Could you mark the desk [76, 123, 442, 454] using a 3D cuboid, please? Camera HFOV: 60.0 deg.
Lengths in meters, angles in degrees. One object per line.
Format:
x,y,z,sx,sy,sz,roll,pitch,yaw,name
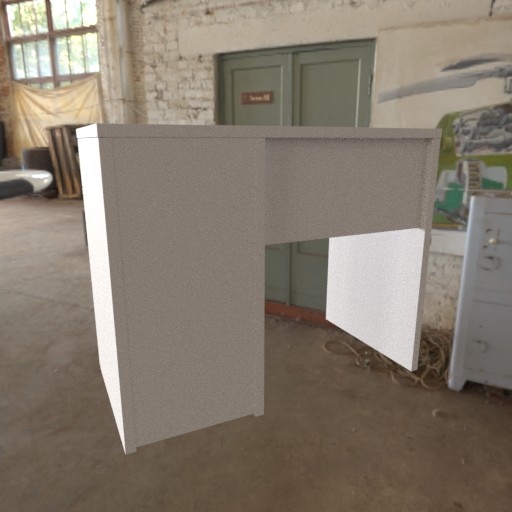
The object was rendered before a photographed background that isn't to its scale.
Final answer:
0.000,0.000,1.323,0.898,0.730,0.482,-7,16,-25,desk
